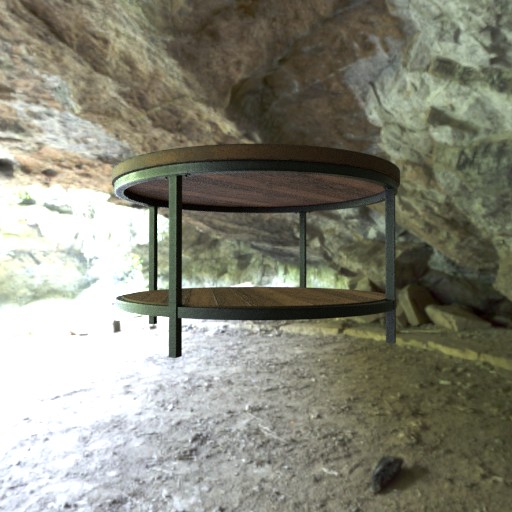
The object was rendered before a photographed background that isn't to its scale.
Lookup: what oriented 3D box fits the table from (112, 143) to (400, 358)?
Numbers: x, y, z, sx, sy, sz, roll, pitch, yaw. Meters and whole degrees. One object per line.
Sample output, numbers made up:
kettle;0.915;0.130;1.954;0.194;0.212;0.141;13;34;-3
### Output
table;0.000;0.000;1.350;0.837;0.462;0.837;0;-1;0
